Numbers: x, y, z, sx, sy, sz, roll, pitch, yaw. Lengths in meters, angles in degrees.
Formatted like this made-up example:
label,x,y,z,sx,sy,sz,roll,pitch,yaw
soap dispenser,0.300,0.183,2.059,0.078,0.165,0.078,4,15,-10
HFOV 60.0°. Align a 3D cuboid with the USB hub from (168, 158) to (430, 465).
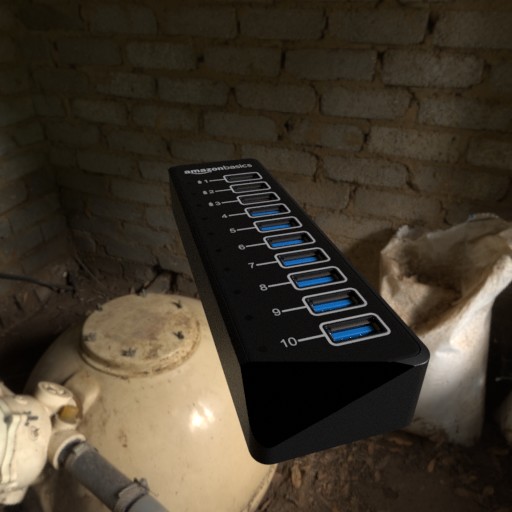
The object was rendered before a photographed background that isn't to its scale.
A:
label,x,y,z,sx,sy,sz,roll,pitch,yaw
USB hub,0.000,0.000,0.161,0.044,0.023,0.145,-9,33,-14
